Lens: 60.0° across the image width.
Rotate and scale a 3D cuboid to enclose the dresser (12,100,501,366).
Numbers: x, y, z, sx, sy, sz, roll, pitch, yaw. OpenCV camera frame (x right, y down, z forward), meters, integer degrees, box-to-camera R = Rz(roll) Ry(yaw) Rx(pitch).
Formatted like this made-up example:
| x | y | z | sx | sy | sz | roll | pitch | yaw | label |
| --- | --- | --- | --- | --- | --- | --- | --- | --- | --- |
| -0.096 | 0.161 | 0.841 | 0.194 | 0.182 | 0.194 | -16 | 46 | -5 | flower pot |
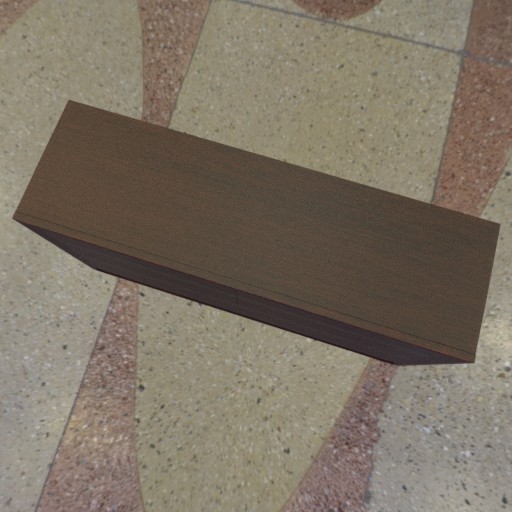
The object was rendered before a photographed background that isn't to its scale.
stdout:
| x | y | z | sx | sy | sz | roll | pitch | yaw | label |
| --- | --- | --- | --- | --- | --- | --- | --- | --- | --- |
| 0.000 | 0.000 | 1.995 | 1.609 | 0.971 | 0.499 | 17 | 76 | 4 | dresser |
